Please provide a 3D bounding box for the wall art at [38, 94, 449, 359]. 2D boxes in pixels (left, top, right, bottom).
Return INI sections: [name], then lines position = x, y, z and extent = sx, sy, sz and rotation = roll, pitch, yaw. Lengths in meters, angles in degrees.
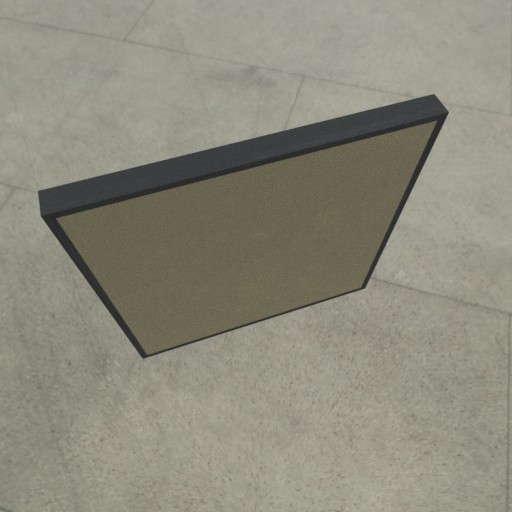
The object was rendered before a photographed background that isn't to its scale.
[wall art]
position = 0.000, 0.000, 0.753
extent = 0.509, 0.507, 0.037
rotation = -16, 61, -9
